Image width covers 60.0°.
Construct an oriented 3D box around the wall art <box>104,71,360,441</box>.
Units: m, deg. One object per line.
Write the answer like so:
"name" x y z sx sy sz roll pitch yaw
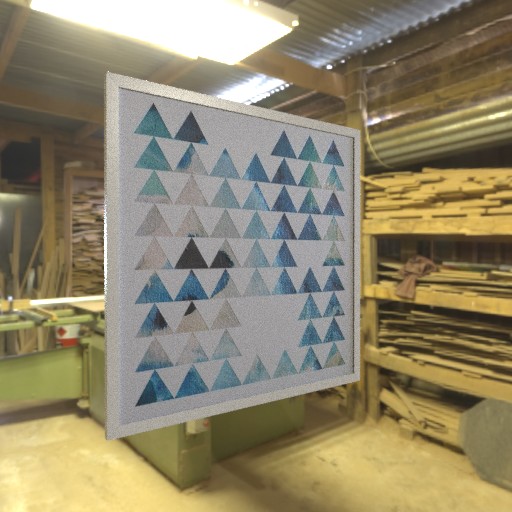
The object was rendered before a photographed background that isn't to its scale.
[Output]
"wall art" 0.000 0.000 0.833 0.557 0.557 0.012 0 0 -35
